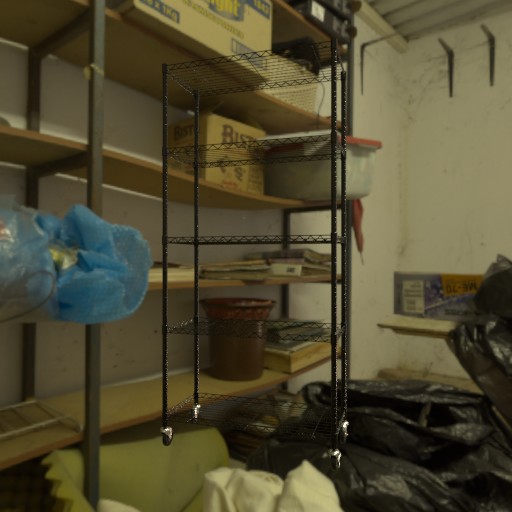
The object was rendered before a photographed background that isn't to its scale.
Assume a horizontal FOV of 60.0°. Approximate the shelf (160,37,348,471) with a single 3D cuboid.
[{"bbox_3d":[0.000,0.000,1.939,0.762,1.645,0.356,0,0,18],"label":"shelf"}]
